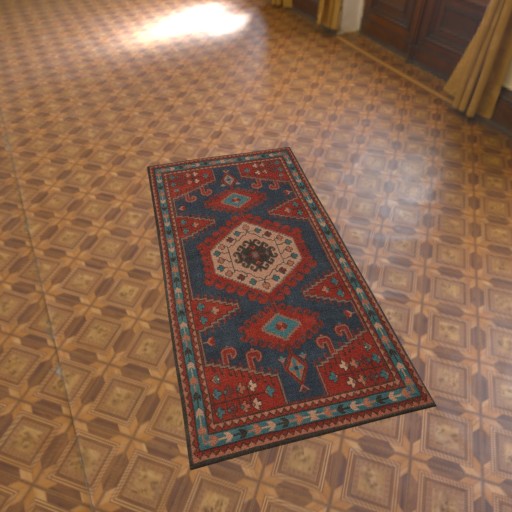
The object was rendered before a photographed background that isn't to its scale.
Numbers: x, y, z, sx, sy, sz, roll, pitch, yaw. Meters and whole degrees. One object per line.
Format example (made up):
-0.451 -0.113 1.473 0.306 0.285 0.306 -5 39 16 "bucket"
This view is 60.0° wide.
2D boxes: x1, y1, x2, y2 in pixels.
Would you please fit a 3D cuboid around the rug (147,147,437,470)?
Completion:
0.000 0.000 3.609 1.522 0.034 3.032 -10 46 -10 "rug"
